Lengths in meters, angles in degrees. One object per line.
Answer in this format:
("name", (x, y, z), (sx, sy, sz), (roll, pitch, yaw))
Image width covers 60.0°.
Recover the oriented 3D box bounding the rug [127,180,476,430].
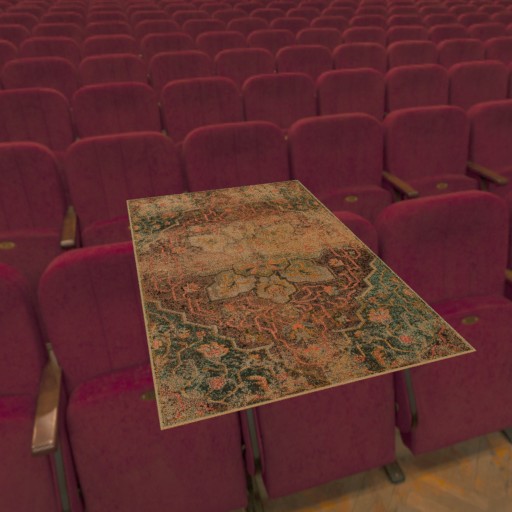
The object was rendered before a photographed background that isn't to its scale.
("rug", (0.000, 0.000, 2.922), (1.566, 0.004, 2.363), (-9, 32, -14))
